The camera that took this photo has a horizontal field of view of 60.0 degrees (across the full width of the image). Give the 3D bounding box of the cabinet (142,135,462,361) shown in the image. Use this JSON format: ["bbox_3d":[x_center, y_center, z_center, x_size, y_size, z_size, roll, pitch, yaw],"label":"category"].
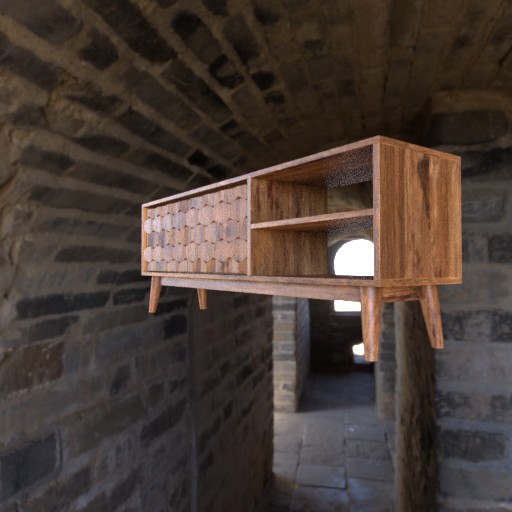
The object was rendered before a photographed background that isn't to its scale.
[{"bbox_3d":[0.000,0.000,1.703,0.349,0.528,1.448,1,-1,-36],"label":"cabinet"}]
